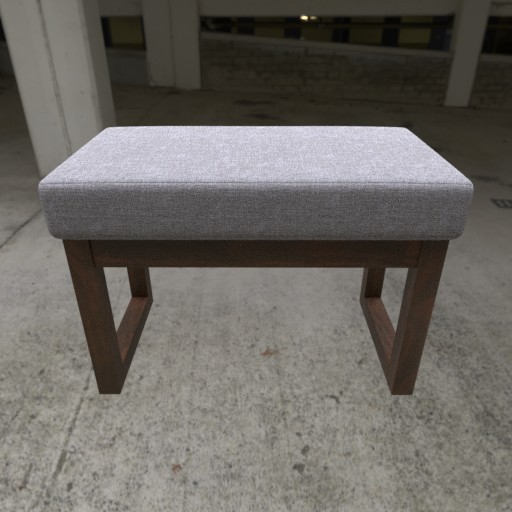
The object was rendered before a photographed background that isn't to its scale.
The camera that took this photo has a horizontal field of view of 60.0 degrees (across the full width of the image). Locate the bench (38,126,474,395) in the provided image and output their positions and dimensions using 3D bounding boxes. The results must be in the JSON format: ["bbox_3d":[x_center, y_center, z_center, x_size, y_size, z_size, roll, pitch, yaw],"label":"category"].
[{"bbox_3d":[0.000,0.000,0.940,0.681,0.467,0.366,0,29,0],"label":"bench"}]
